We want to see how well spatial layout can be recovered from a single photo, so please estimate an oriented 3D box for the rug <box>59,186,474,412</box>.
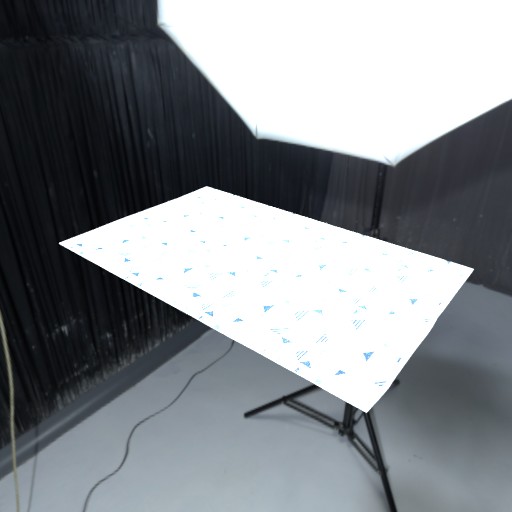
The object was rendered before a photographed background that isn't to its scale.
[{"bbox_3d":[0.000,0.000,3.047,2.457,0.009,1.512,22,36,34],"label":"rug"}]
